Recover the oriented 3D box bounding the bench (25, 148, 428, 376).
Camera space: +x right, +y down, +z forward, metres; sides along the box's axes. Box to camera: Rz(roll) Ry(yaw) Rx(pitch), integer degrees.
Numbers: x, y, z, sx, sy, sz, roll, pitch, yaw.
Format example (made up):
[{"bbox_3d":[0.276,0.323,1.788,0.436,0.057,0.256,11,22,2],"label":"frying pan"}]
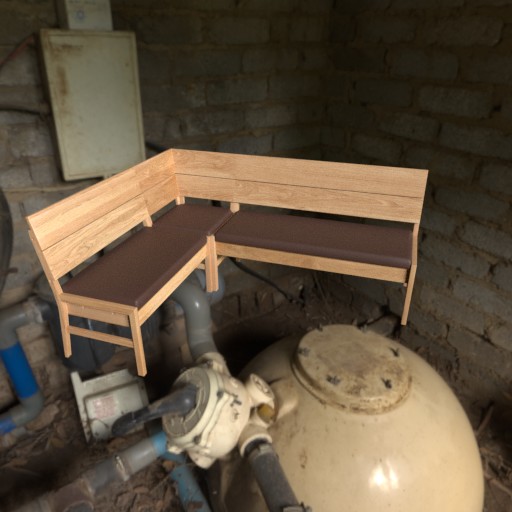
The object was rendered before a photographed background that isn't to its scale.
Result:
[{"bbox_3d":[0.000,0.000,2.830,1.975,0.890,1.549,8,28,15],"label":"bench"}]
